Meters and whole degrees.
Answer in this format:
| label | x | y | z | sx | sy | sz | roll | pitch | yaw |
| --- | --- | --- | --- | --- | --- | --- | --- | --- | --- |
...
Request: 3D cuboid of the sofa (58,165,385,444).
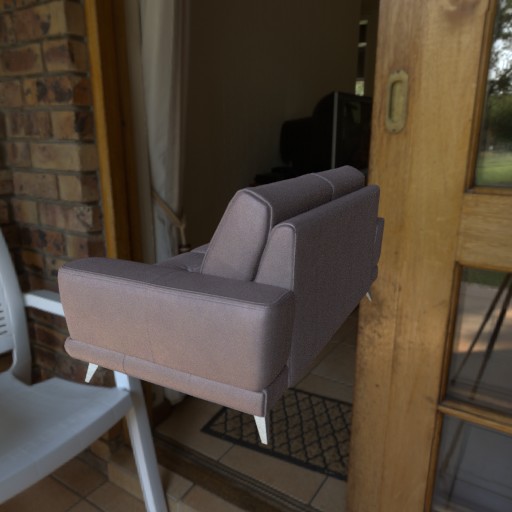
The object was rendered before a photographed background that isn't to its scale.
| label | x | y | z | sx | sy | sz | roll | pitch | yaw |
| --- | --- | --- | --- | --- | --- | --- | --- | --- | --- |
| sofa | 0.000 | 0.000 | 2.404 | 1.018 | 0.907 | 1.806 | 8 | 17 | 26 |
